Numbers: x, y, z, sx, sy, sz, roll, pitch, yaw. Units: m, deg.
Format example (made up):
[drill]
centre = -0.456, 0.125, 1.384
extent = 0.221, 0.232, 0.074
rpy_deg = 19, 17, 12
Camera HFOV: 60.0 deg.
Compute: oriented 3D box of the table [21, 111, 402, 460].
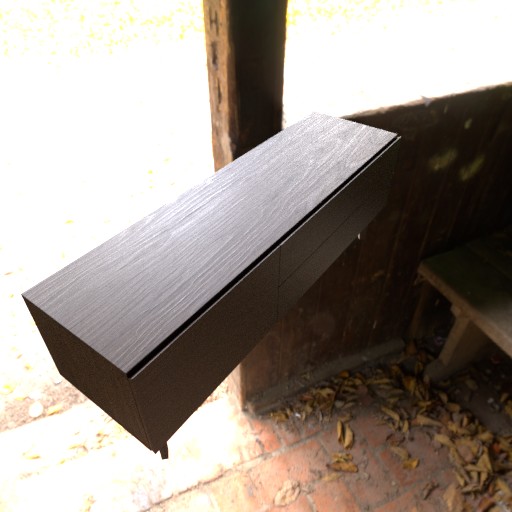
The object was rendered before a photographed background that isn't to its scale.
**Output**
[table]
centre = 0.000, 0.000, 1.588
extent = 0.405, 0.508, 1.397
rpy_deg = 26, 47, 27
